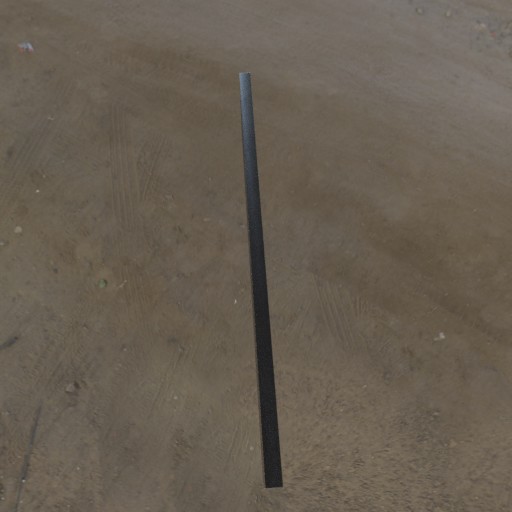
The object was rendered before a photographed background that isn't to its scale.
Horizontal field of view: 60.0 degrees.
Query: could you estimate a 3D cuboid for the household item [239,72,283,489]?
[{"bbox_3d":[0.000,0.000,1.078,0.030,0.236,1.001,-3,63,-2],"label":"household item"}]
